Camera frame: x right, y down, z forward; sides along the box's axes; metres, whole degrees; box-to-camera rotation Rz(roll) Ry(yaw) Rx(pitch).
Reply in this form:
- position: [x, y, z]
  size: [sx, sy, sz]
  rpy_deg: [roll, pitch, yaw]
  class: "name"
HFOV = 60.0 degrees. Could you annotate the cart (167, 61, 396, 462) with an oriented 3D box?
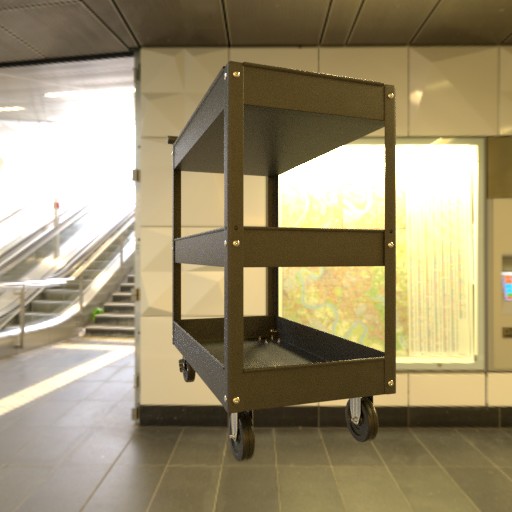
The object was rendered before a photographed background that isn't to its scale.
- position: [0.000, 0.000, 1.167]
  size: [0.366, 0.780, 0.719]
  rpy_deg: [0, 0, -19]
  class: "cart"
